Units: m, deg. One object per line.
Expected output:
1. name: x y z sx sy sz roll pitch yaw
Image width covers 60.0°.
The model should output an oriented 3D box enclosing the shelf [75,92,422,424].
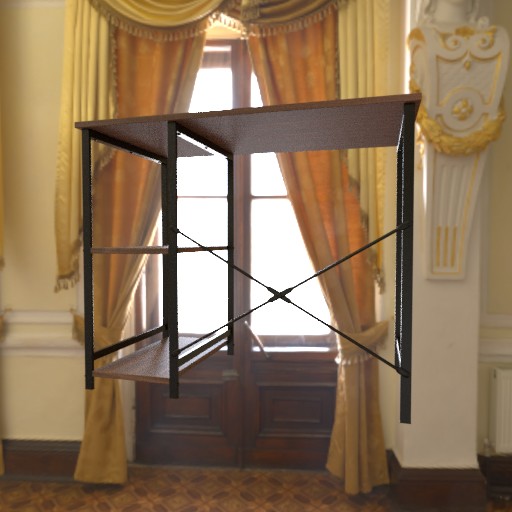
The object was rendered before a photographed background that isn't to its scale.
1. shelf: 0.000 0.000 1.355 0.902 0.750 0.498 1 2 16
